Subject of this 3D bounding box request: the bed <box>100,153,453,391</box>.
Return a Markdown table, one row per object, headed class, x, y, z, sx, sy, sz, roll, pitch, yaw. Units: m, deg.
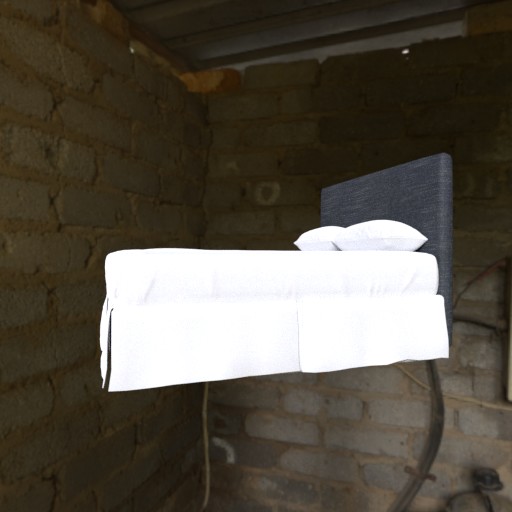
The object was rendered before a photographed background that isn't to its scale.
| class | x | y | z | sx | sy | sz | roll | pitch | yaw |
| --- | --- | --- | --- | --- | --- | --- | --- | --- | --- |
| bed | 0.000 | 0.000 | 3.222 | 2.142 | 1.330 | 1.723 | 0 | 0 | -19 |
